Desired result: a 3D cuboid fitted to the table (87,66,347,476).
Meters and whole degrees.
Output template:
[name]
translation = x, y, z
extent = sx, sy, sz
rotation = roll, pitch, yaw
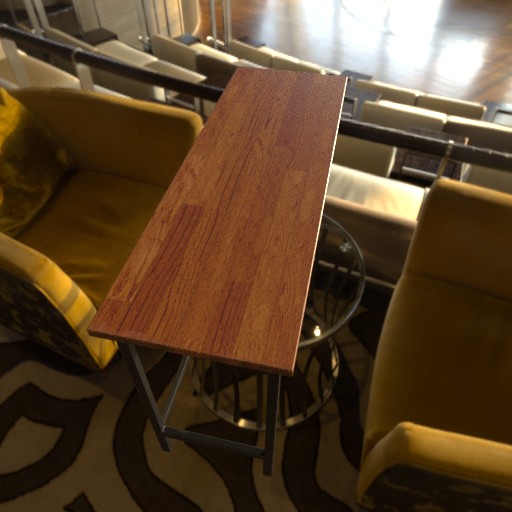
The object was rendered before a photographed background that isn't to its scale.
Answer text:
[table]
translation = 0.000, 0.000, 1.502
extent = 0.408, 0.740, 1.204
rotation = 9, 48, 9
